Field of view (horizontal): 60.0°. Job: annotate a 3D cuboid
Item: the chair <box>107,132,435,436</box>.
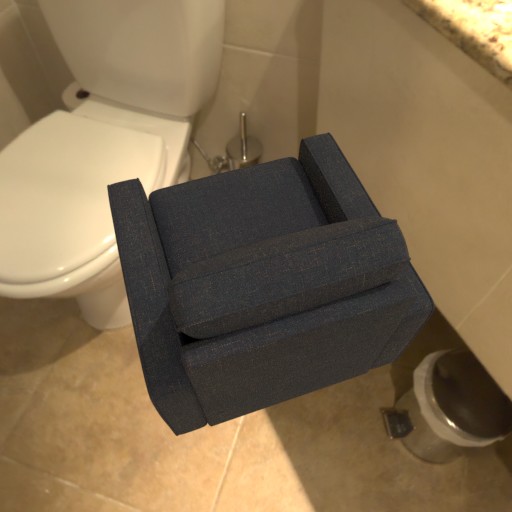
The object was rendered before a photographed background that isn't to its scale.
[{"bbox_3d":[0.000,0.000,1.746,1.017,0.919,0.940,-16,59,-10],"label":"chair"}]
